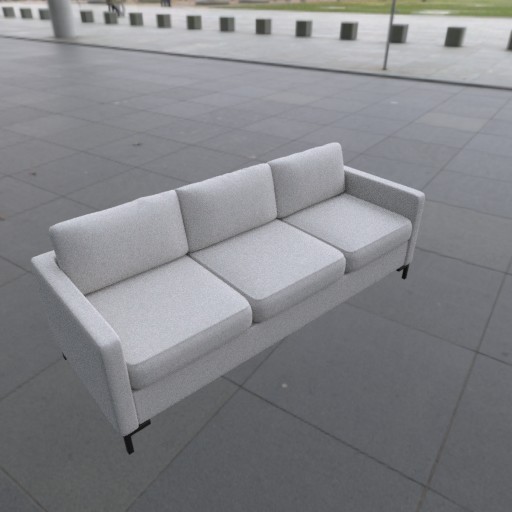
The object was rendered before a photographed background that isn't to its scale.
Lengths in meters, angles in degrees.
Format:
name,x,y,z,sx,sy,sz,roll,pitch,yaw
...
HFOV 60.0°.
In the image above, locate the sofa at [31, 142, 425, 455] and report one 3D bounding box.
name,x,y,z,sx,sy,sz,roll,pitch,yaw
sofa,0.000,0.000,2.629,2.218,0.874,0.859,-24,39,-34
